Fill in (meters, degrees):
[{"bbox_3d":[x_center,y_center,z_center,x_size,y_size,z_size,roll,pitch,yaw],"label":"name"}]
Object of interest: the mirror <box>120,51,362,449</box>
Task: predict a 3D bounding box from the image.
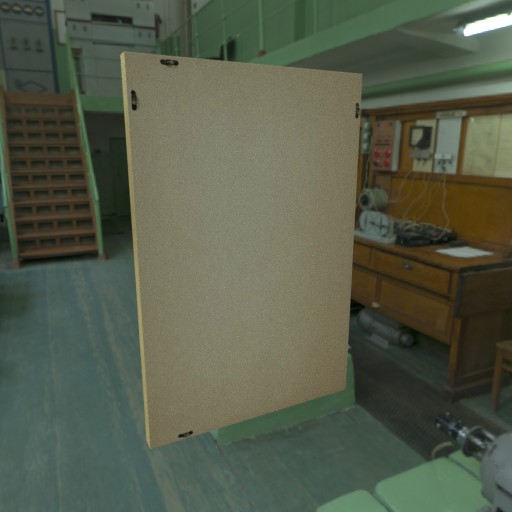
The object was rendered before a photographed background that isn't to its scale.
[{"bbox_3d":[0.000,0.000,1.142,0.609,0.915,0.041,-7,16,-27],"label":"mirror"}]
